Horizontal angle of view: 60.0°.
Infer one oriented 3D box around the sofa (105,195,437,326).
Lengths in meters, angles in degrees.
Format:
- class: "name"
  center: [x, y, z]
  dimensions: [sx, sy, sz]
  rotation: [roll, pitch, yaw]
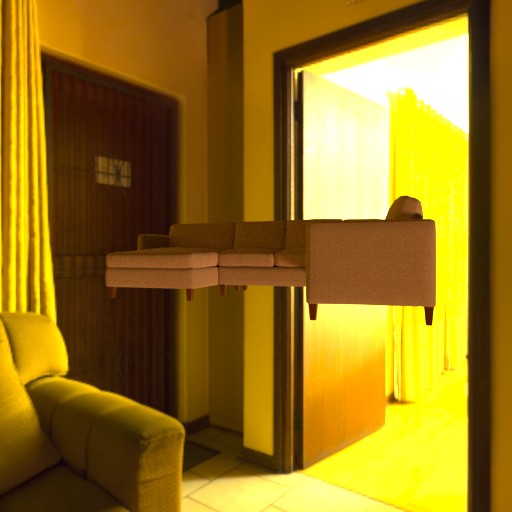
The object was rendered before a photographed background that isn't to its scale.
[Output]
- class: "sofa"
  center: [0.000, 0.000, 4.797]
  dimensions: [3.460, 0.961, 2.594]
  rotation: [0, 0, 18]
